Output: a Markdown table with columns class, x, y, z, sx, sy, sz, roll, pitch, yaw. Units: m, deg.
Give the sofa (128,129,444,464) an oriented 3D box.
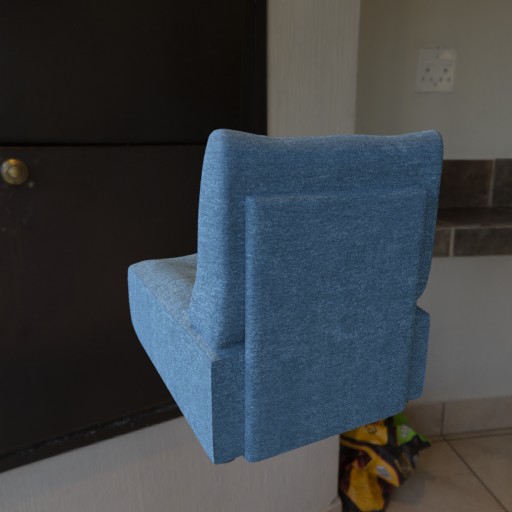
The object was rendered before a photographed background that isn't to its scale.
| class | x | y | z | sx | sy | sz | roll | pitch | yaw |
| --- | --- | --- | --- | --- | --- | --- | --- | --- | --- |
| sofa | 0.000 | 0.000 | 1.536 | 0.700 | 0.820 | 1.000 | -7 | 15 | -26 |
